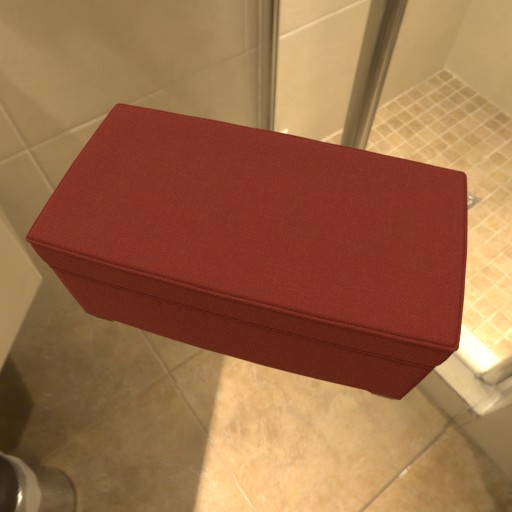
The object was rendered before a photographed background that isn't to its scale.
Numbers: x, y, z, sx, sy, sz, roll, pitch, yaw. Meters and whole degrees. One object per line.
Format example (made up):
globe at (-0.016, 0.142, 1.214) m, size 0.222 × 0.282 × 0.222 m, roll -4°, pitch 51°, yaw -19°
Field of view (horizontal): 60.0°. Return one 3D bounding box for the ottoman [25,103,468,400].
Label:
ottoman at (0.000, 0.000, 1.202) m, size 0.948 × 0.454 × 0.497 m, roll 14°, pitch 59°, yaw 8°
